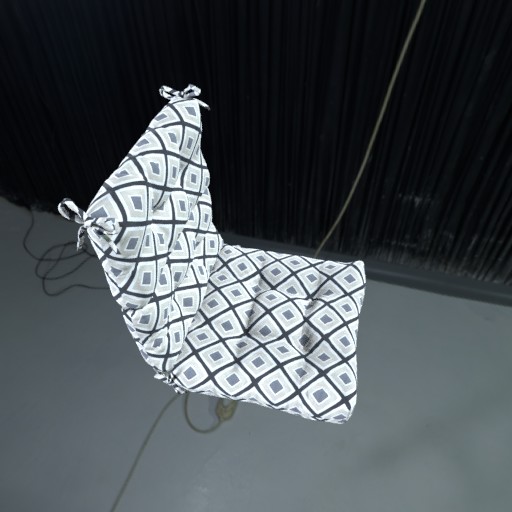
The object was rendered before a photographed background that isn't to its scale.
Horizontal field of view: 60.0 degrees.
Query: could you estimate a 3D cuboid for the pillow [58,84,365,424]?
[{"bbox_3d":[0.000,0.000,1.048,0.571,0.605,0.519,9,47,9],"label":"pillow"}]
